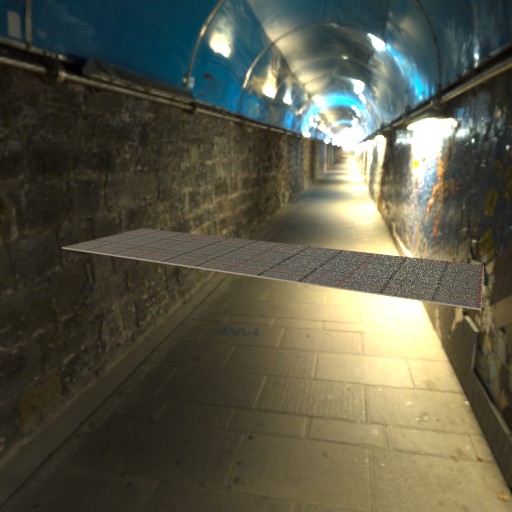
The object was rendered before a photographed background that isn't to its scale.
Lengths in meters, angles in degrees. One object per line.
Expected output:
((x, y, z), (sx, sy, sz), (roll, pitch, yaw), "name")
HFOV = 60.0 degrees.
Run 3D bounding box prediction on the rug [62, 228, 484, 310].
((0.000, 0.000, 2.663), (2.439, 0.008, 0.762), (7, 16, 26), "rug")
